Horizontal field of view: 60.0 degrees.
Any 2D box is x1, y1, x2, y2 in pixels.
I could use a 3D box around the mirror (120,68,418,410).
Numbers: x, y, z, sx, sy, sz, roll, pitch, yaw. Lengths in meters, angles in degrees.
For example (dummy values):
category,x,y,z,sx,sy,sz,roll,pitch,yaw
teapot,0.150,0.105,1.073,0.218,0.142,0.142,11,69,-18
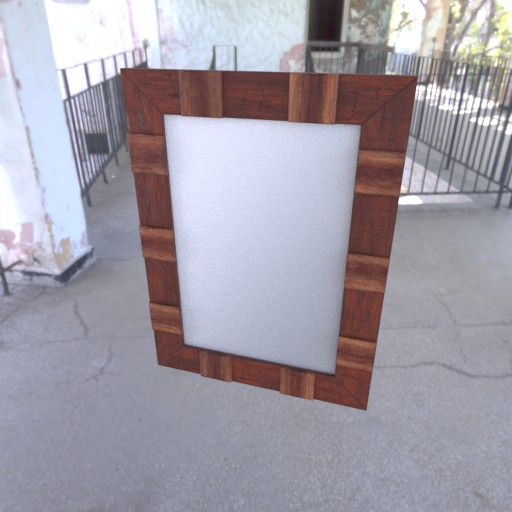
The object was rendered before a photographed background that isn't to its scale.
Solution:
category,x,y,z,sx,sy,sz,roll,pitch,yaw
mirror,0.000,0.000,1.045,0.600,0.805,0.021,8,28,15
